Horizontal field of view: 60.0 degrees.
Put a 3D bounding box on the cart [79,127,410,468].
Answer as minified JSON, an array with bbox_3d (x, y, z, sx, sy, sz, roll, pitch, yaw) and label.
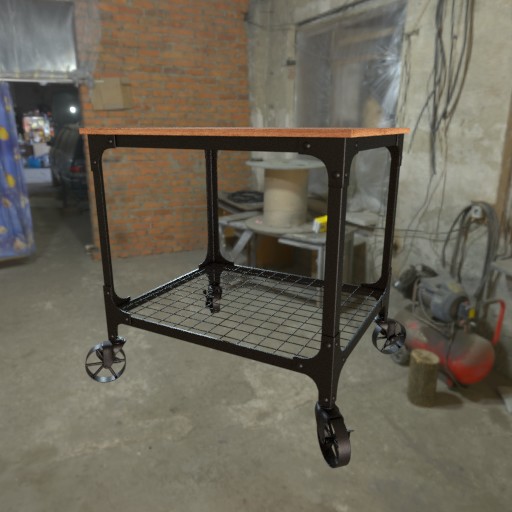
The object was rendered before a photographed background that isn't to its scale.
[{"bbox_3d":[0.000,0.000,1.087,0.666,0.603,0.558,9,19,27],"label":"cart"}]
